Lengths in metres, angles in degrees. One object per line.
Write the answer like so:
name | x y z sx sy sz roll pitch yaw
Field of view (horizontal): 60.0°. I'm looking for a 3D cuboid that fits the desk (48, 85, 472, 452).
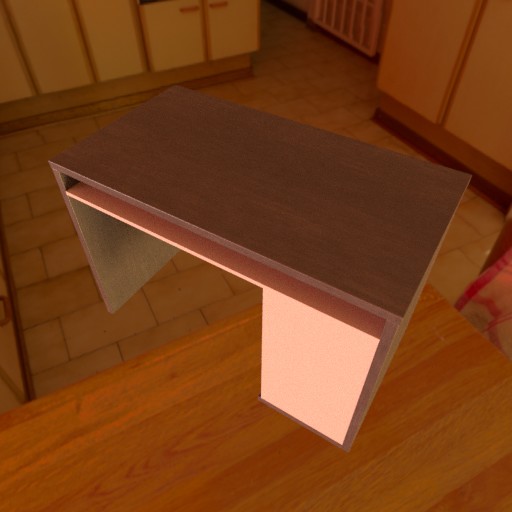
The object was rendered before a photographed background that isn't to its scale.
desk | 0.000 0.000 1.576 1.100 0.750 0.600 24 51 22
